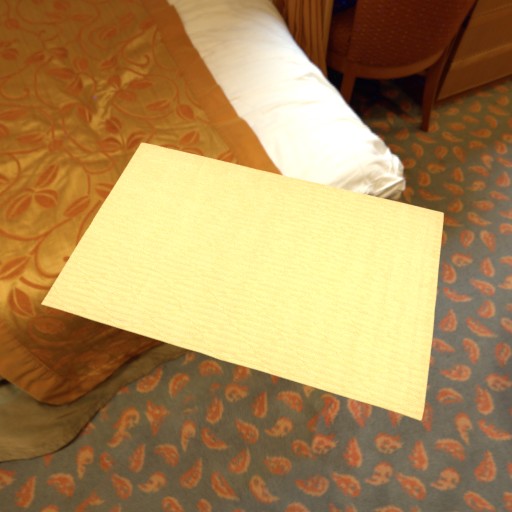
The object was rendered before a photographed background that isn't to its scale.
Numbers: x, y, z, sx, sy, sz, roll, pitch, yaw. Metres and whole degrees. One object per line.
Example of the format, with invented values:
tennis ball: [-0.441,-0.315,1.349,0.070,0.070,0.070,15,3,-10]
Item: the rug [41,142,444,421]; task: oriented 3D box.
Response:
rug: [0.000,0.000,3.059,2.441,0.014,1.531,15,60,9]
